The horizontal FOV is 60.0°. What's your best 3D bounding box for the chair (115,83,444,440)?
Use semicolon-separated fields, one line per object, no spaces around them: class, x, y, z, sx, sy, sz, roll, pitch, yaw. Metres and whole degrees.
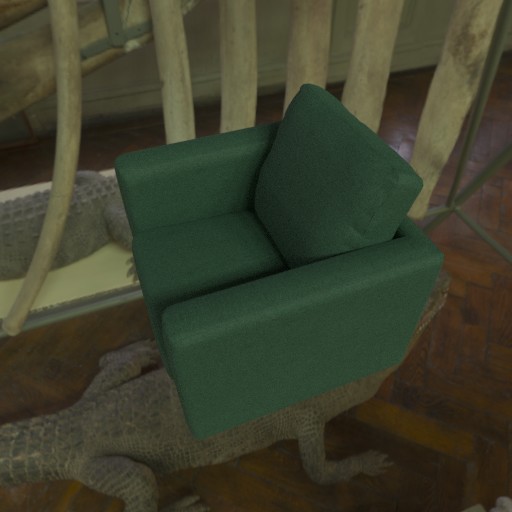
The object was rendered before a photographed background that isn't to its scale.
chair;0.000;0.000;1.538;0.800;0.927;0.855;-16;48;-15
